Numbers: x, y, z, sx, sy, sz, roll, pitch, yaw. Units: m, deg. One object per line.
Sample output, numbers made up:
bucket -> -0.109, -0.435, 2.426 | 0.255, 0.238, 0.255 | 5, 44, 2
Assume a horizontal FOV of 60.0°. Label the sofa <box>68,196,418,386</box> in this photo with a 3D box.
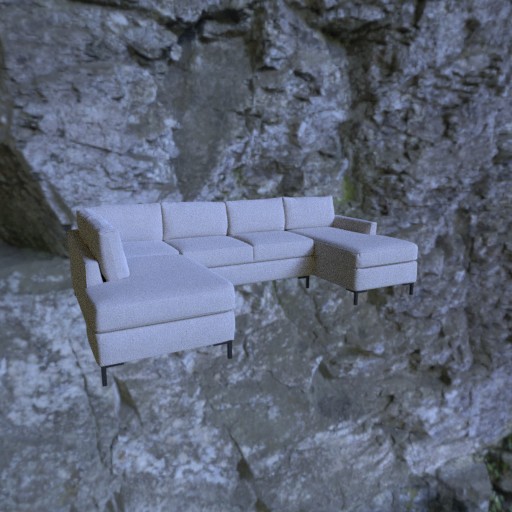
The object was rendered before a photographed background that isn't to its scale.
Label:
sofa -> 0.000, 0.000, 3.904 | 2.984, 0.862, 1.989 | -6, 14, -26
